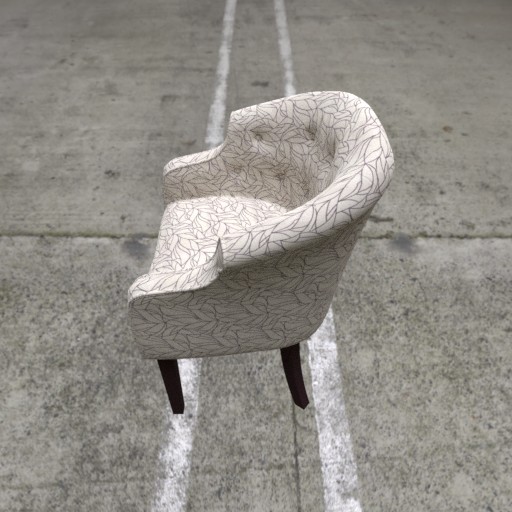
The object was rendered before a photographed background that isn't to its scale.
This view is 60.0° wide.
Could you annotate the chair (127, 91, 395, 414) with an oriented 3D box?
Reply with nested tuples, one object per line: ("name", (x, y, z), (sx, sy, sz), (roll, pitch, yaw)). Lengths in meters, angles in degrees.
("chair", (0.000, 0.000, 1.304), (0.613, 0.858, 0.686), (0, 41, 0))
